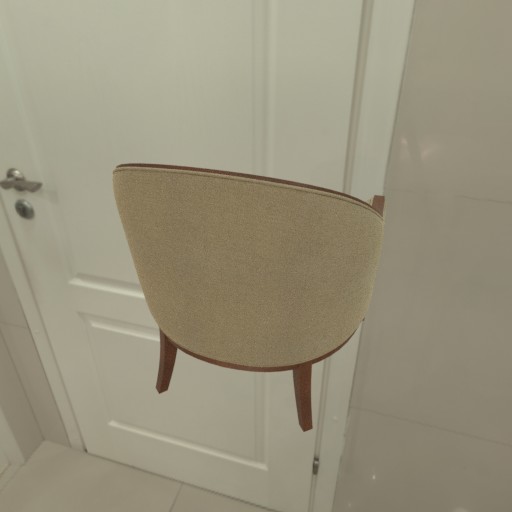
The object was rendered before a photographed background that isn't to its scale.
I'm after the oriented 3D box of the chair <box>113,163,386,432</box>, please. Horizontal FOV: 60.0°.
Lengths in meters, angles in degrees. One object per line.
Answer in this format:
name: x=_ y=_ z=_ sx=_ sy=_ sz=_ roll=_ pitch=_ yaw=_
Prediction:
chair: x=0.000 y=0.000 z=1.506 sx=0.803 sy=0.876 sz=0.735 roll=9 pitch=33 yaw=15
